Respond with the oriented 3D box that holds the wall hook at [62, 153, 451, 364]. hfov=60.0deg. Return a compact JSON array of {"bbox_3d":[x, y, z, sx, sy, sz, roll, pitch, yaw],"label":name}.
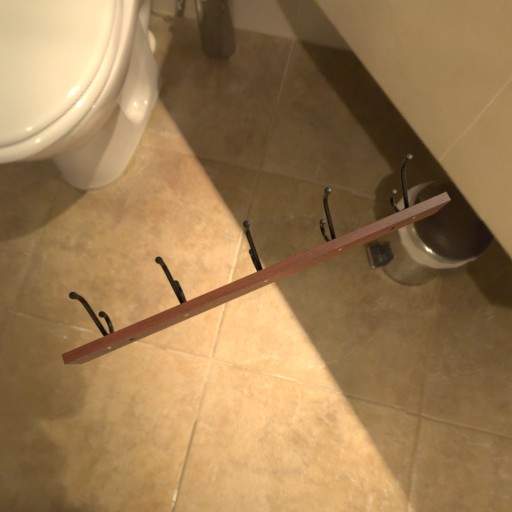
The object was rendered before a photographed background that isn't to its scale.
[{"bbox_3d":[0.000,0.000,0.611,0.571,0.117,0.071,-23,78,-5],"label":"wall hook"}]
